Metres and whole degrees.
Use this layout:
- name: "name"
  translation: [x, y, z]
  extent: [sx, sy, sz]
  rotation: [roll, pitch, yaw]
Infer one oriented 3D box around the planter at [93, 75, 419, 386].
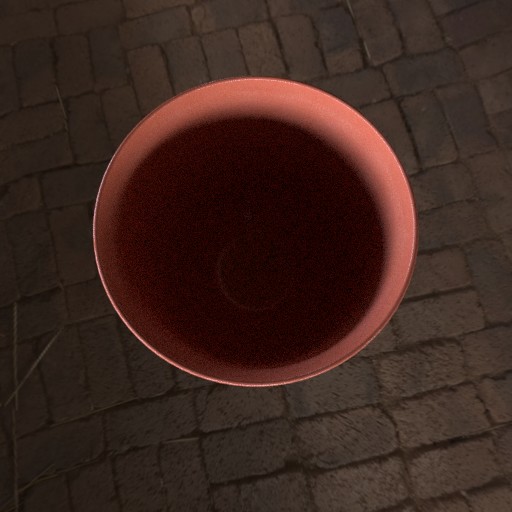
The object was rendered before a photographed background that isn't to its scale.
- name: "planter"
  translation: [0.000, 0.000, 0.492]
  extent: [0.266, 0.270, 0.266]
  rotation: [0, 76, 0]
